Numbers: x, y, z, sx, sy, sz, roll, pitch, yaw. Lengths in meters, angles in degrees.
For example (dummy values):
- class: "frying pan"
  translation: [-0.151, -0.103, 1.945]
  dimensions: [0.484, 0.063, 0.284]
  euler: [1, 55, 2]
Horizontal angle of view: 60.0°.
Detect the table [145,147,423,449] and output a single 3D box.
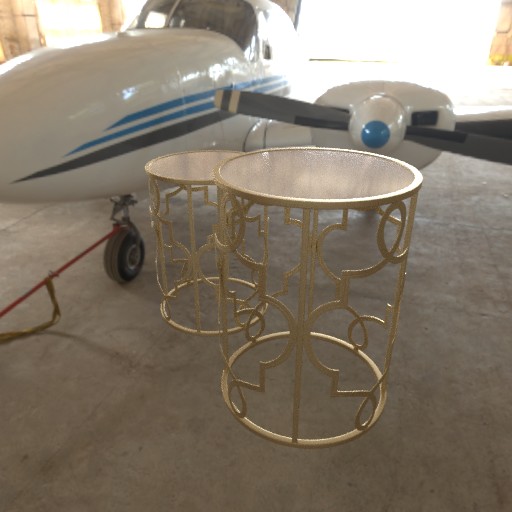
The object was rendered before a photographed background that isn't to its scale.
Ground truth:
- class: "table"
  translation: [0.000, 0.000, 1.191]
  dimensions: [0.420, 0.564, 0.846]
  euler: [-17, 30, -31]
